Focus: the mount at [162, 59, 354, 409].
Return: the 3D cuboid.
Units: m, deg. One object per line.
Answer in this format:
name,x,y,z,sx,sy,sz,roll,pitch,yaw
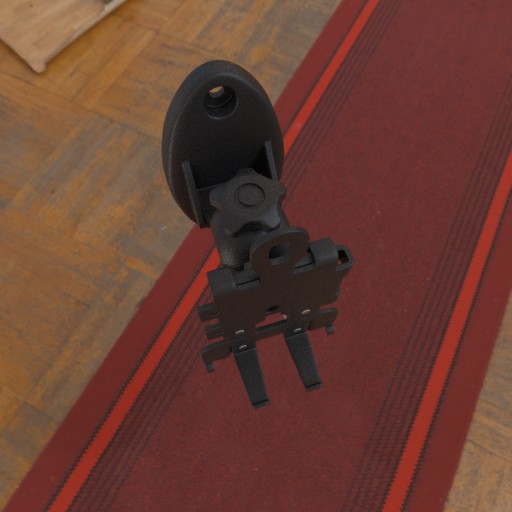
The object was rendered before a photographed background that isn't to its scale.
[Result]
mount,0.000,0.000,0.178,0.066,0.118,0.100,-16,65,-7
